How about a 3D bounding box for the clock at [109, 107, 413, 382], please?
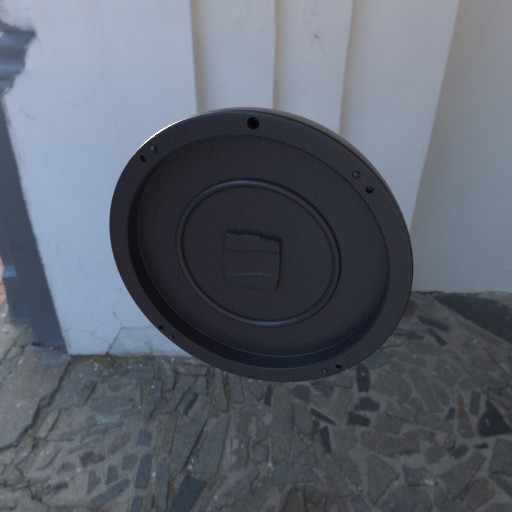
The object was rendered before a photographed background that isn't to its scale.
[{"bbox_3d":[0.000,0.000,0.450,0.300,0.300,0.060,8,32,13],"label":"clock"}]
